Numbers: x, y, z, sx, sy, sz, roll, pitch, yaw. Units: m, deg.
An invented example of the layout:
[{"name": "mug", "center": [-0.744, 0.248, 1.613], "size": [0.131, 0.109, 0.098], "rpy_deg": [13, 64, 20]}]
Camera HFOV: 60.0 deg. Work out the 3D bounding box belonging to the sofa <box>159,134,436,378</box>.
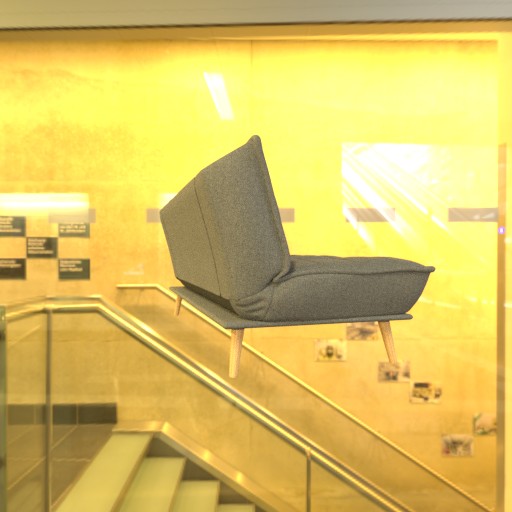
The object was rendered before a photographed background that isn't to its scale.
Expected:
[{"name": "sofa", "center": [0.000, 0.000, 2.574], "size": [0.950, 0.890, 1.940], "rpy_deg": [0, 1, -17]}]
